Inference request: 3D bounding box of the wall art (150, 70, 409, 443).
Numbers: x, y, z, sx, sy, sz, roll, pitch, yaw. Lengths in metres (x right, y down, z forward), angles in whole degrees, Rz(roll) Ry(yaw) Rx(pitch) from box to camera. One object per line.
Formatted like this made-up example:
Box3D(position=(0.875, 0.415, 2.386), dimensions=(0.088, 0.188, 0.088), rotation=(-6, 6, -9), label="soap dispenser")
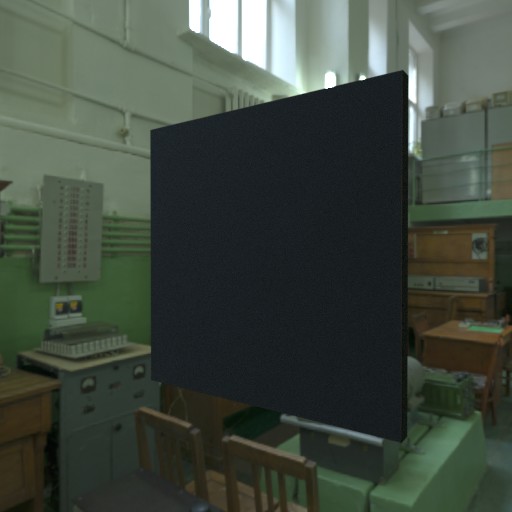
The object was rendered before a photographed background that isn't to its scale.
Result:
Box3D(position=(0.000, 0.000, 1.141), dimensions=(0.762, 0.762, 0.038), rotation=(0, 1, 36), label="wall art")
